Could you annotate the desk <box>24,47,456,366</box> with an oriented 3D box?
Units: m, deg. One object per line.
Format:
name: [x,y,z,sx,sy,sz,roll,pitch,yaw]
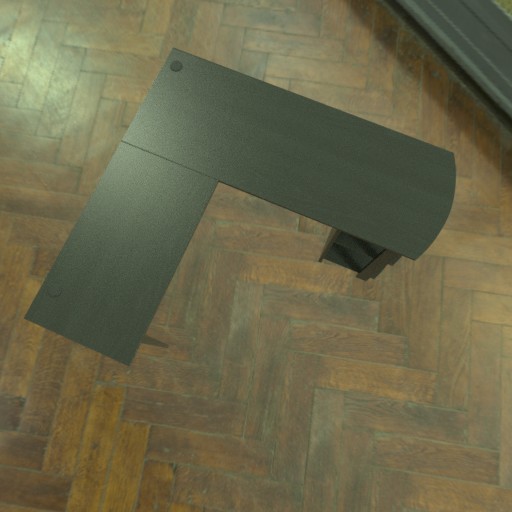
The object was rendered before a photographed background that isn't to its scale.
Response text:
desk: [0.000,0.000,2.105,1.361,0.716,1.303,23,77,5]
